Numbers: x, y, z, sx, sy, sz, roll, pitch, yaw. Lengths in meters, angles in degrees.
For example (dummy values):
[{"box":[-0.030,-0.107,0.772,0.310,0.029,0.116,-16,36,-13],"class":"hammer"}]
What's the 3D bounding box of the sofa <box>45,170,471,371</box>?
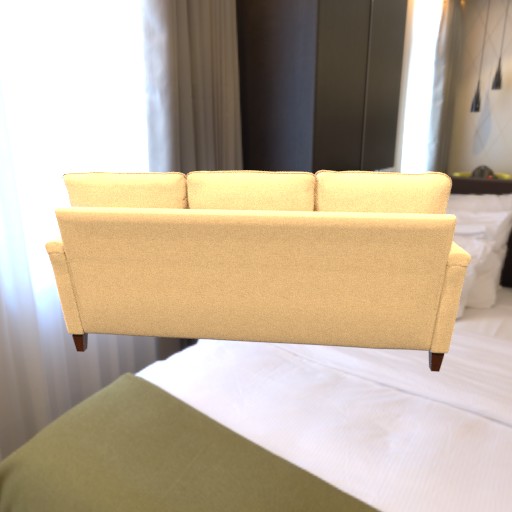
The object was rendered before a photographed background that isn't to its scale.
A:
[{"box":[0.000,0.000,2.371,1.925,0.961,0.828,2,16,6],"class":"sofa"}]
